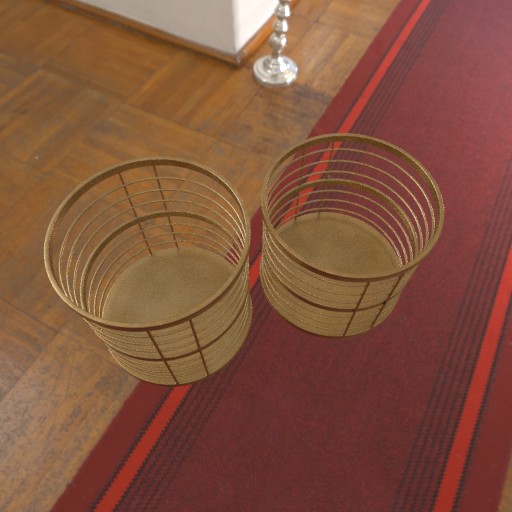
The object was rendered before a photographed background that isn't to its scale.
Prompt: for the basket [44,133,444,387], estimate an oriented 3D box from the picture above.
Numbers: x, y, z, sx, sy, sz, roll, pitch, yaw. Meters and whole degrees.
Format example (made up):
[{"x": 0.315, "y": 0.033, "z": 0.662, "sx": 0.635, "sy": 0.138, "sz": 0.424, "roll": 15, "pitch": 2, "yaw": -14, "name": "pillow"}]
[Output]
[{"x": 0.000, "y": 0.000, "z": 0.950, "sx": 0.746, "sy": 0.351, "sz": 0.356, "roll": -14, "pitch": 60, "yaw": -8, "name": "basket"}]
